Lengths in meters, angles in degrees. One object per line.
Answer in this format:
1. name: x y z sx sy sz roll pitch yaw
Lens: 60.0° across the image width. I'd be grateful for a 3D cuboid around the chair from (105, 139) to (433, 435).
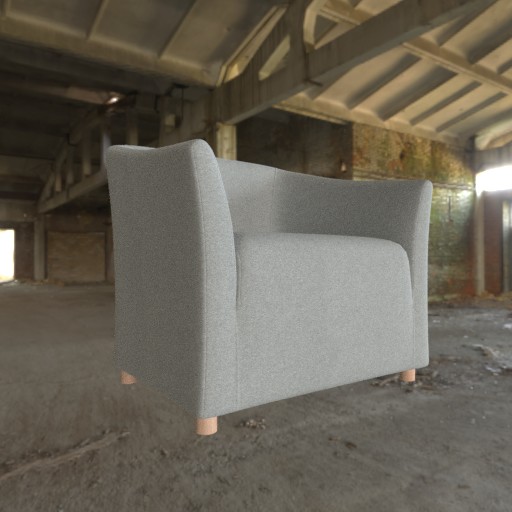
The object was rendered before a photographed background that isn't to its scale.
1. chair: 0.000 0.000 1.335 0.790 0.720 0.700 0 -1 -36
